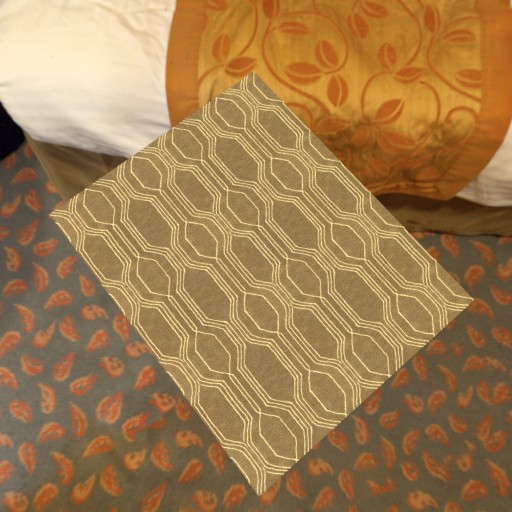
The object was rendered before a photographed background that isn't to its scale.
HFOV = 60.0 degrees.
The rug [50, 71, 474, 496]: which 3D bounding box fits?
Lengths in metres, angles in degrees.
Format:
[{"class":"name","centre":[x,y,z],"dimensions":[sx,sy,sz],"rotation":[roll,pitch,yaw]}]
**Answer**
[{"class":"rug","centre":[0.000,0.000,4.010],"dimensions":[2.457,0.012,3.062],"rotation":[-38,78,-10]}]
